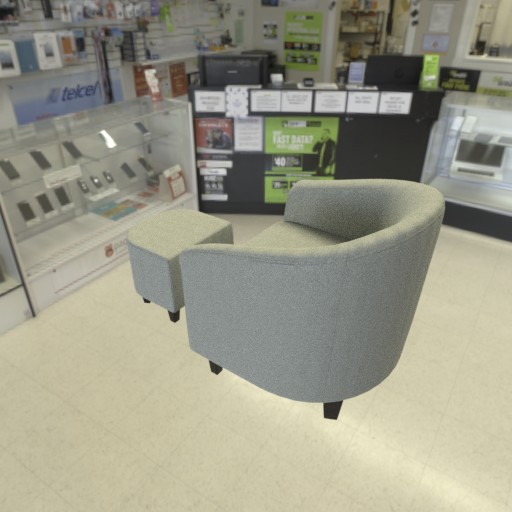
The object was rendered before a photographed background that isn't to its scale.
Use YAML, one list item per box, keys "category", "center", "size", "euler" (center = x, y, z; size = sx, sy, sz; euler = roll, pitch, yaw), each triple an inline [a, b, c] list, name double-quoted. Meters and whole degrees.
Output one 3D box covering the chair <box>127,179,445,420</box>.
- category: "chair"
  center: [0.000, 0.000, 1.759]
  size: [1.288, 0.757, 0.756]
  euler: [20, 37, 30]
